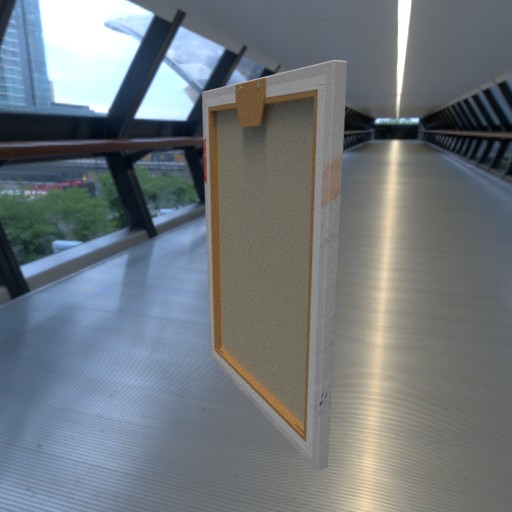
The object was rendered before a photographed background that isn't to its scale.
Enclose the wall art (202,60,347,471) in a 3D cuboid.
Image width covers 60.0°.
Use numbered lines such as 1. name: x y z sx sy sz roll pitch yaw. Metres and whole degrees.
1. wall art: 0.000 0.000 1.142 0.036 0.848 0.613 -8 17 -28
